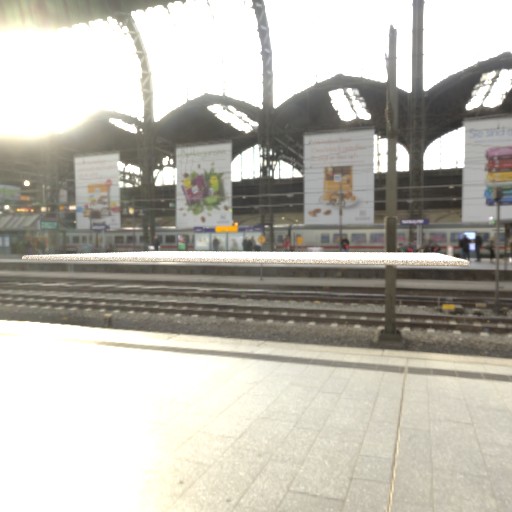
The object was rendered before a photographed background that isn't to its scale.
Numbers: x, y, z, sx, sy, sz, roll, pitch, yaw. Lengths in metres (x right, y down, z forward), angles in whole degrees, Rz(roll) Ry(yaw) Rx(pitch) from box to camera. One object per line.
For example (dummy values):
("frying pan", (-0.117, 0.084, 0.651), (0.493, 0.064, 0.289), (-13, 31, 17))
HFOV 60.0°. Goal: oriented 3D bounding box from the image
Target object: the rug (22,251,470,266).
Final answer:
("rug", (0.000, 0.000, 3.393), (2.743, 0.030, 1.778), (1, 2, 18))
